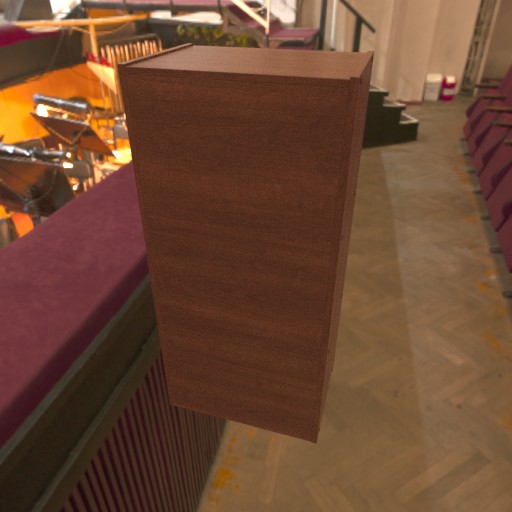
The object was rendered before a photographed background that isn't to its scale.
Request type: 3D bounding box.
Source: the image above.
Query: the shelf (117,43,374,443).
[{"bbox_3d":[0.000,0.000,1.062,0.414,0.879,0.290,9,33,14],"label":"shelf"}]
